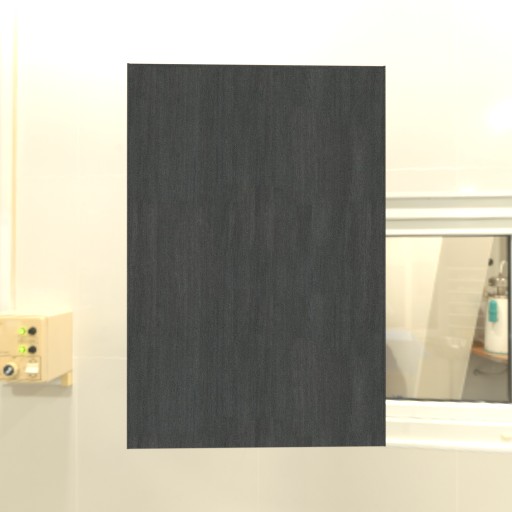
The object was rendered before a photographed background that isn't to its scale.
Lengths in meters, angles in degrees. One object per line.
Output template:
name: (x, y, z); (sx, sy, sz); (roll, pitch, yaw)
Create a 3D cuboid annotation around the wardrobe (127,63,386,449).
wardrobe: (0.000, 0.000, 2.462); (1.290, 1.910, 0.510); (0, 0, -1)
